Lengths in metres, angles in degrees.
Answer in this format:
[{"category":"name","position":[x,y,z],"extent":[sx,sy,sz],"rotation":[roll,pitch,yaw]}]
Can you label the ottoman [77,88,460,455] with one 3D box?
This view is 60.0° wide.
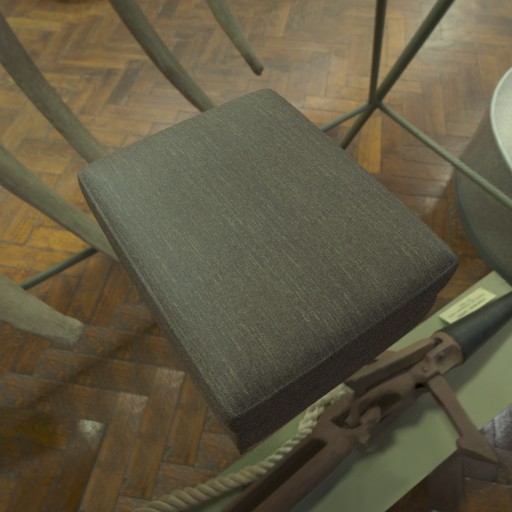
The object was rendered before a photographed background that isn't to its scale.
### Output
[{"category":"ottoman","position":[0.000,0.000,1.275],"extent":[0.671,0.490,0.820],"rotation":[-30,62,-18]}]
